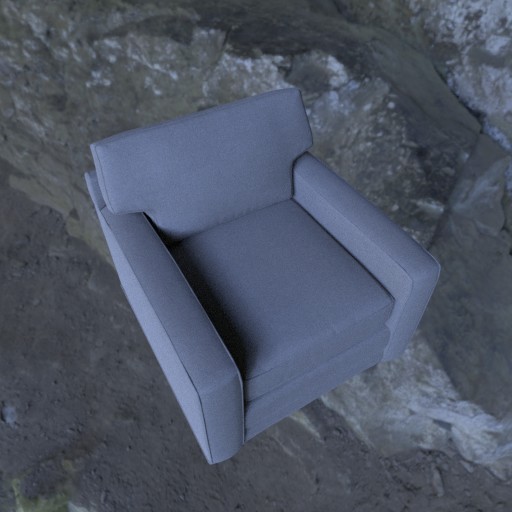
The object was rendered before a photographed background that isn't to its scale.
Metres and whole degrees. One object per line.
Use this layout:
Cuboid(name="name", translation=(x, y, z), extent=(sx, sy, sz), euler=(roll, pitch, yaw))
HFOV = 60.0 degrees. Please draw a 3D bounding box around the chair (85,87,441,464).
Cuboid(name="chair", translation=(0.000, 0.000, 1.829), extent=(0.999, 0.934, 1.044), euler=(-23, 51, -20))
